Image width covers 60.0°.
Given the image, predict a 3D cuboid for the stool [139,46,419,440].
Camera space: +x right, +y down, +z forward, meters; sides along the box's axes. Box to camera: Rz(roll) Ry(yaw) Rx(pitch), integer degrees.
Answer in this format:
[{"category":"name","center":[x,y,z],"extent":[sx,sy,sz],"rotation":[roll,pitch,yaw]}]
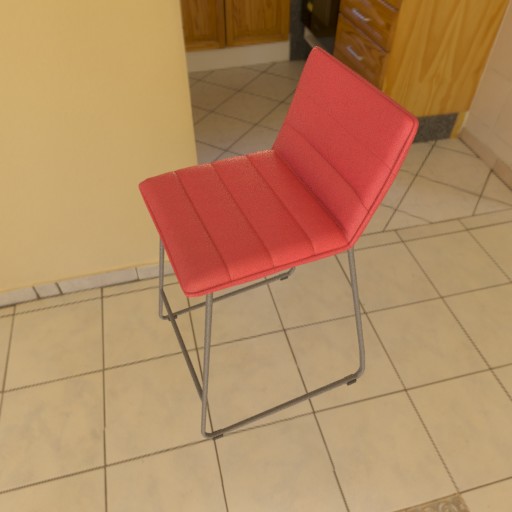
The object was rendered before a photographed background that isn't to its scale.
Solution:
[{"category":"stool","center":[0.000,0.000,1.153],"extent":[0.524,0.866,0.489],"rotation":[-18,49,-16]}]
